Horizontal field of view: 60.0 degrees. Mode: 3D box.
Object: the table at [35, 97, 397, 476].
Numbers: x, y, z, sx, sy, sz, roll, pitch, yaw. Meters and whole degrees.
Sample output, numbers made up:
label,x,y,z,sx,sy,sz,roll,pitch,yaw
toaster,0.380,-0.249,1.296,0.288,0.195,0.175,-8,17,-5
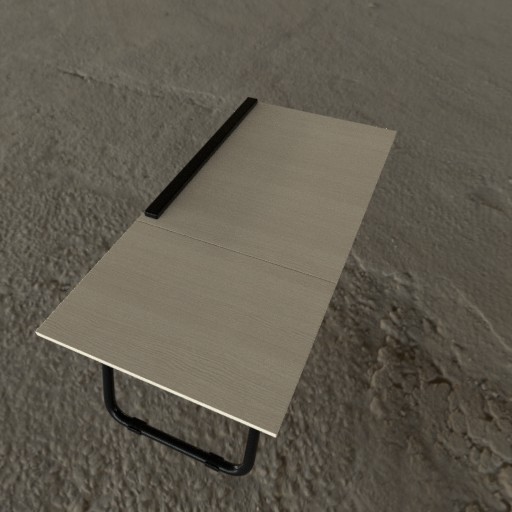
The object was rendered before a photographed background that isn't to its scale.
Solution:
label,x,y,z,sx,sy,sz,roll,pitch,yaw
table,0.000,0.000,0.787,0.322,0.242,0.644,18,49,16
